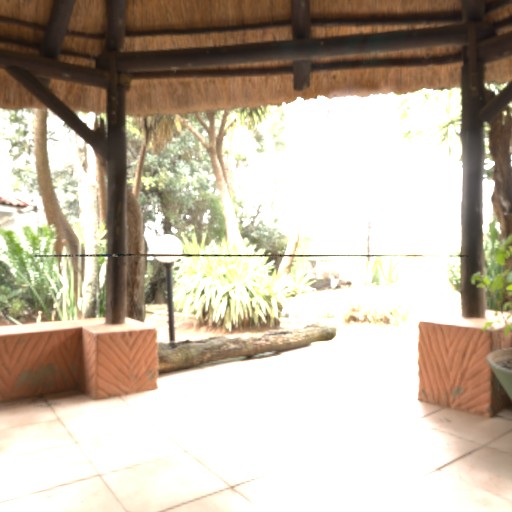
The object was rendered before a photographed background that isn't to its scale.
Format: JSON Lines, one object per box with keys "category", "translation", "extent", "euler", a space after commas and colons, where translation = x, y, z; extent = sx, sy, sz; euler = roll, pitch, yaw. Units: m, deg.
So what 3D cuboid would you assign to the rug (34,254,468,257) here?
{"category": "rug", "translation": [0.000, 0.000, 2.237], "extent": [1.828, 0.007, 1.220], "euler": [0, 0, -36]}
